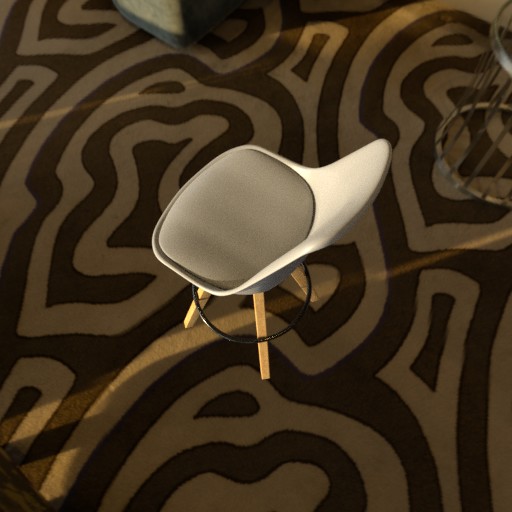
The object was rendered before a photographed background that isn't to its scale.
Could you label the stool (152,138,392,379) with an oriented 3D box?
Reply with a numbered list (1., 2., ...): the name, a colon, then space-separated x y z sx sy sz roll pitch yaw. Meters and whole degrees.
1. stool: 0.000 0.000 1.419 0.550 1.115 0.485 30 67 14
